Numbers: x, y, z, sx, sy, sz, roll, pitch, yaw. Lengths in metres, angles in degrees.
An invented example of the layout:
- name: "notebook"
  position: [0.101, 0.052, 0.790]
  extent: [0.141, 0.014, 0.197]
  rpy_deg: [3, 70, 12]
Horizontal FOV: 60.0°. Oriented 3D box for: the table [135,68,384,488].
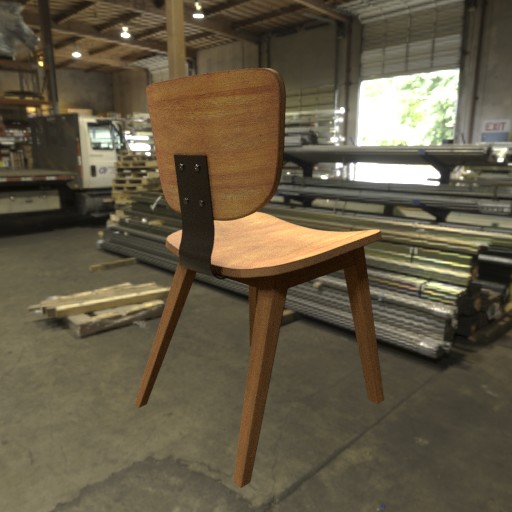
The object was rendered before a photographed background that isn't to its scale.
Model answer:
- name: "table"
  position: [0.000, 0.000, 1.114]
  extent: [0.500, 0.805, 0.499]
  rpy_deg: [-13, 19, -43]
